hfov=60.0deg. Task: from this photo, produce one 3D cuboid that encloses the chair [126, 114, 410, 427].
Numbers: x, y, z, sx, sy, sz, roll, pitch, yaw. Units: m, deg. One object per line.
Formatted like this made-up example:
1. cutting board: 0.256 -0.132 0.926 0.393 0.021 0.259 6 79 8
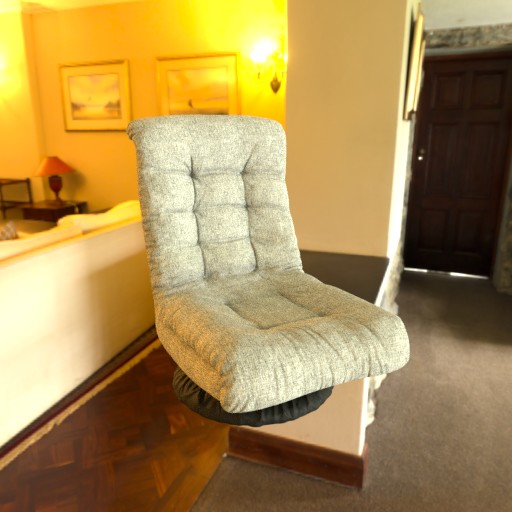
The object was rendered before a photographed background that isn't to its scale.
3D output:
1. chair: 0.000 0.000 0.956 0.400 0.600 0.583 -8 17 -28
